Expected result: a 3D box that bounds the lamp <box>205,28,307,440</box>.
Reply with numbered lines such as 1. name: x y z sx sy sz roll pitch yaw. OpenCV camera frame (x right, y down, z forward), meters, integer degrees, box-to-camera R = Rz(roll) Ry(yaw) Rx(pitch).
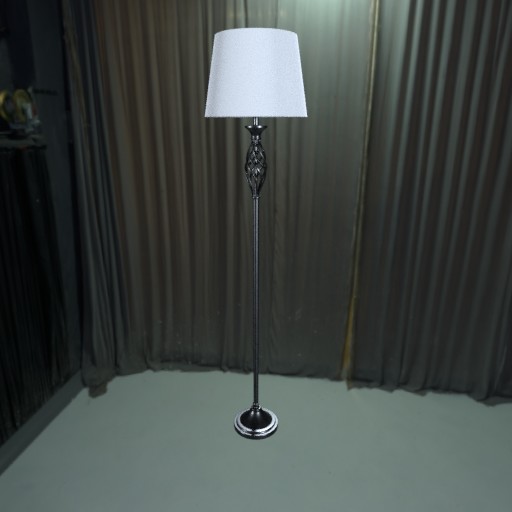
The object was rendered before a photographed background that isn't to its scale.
1. lamp: 0.000 0.000 1.801 0.379 1.623 0.379 0 17 0
